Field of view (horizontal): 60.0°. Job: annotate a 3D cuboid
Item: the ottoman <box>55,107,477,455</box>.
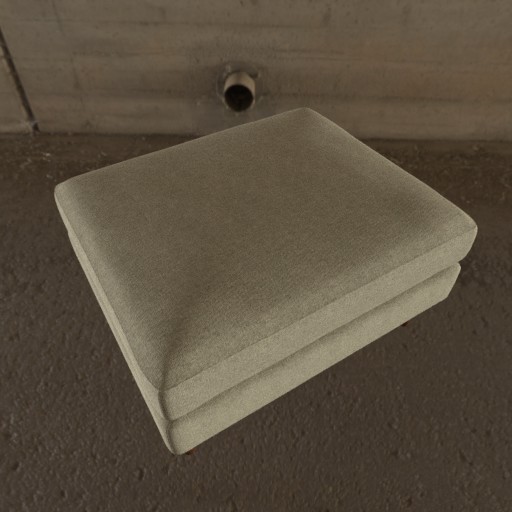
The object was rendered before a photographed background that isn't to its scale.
[{"bbox_3d":[0.000,0.000,1.198,0.821,0.474,0.693,-24,50,-22],"label":"ottoman"}]
